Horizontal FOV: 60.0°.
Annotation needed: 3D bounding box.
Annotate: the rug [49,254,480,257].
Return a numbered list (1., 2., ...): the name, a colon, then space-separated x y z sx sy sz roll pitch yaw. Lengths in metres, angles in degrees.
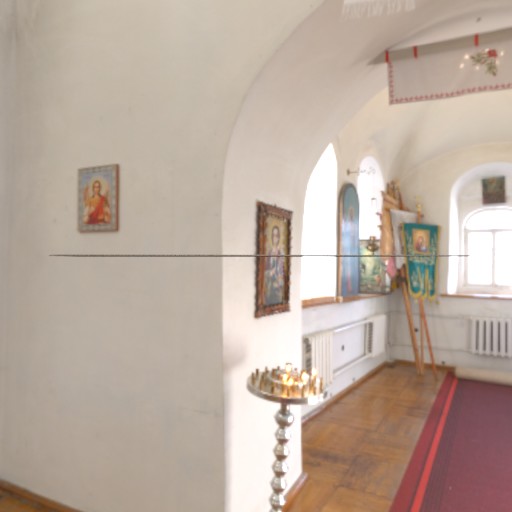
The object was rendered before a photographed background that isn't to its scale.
1. rug: 0.000 0.000 3.076 2.433 0.007 1.507 0 0 -17
